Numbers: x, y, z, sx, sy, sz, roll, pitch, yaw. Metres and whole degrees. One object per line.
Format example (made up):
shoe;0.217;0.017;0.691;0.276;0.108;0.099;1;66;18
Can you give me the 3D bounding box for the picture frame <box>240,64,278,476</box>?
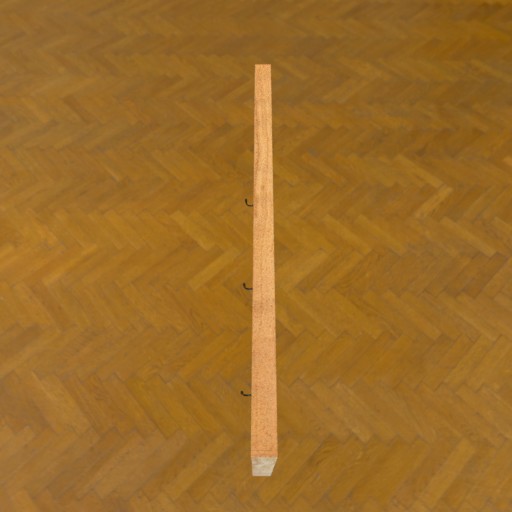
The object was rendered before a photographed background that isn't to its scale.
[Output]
picture frame;0.000;0.000;0.672;0.045;0.234;0.582;0;60;0
